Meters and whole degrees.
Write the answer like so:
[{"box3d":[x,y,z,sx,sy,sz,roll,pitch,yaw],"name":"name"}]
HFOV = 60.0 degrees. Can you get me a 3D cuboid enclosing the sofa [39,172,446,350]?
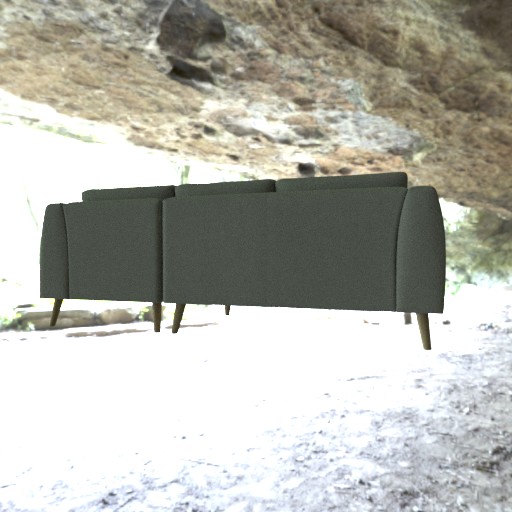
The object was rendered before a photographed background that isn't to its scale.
[{"box3d":[0.000,0.000,3.073,2.300,0.860,1.580,0,0,18],"name":"sofa"}]
